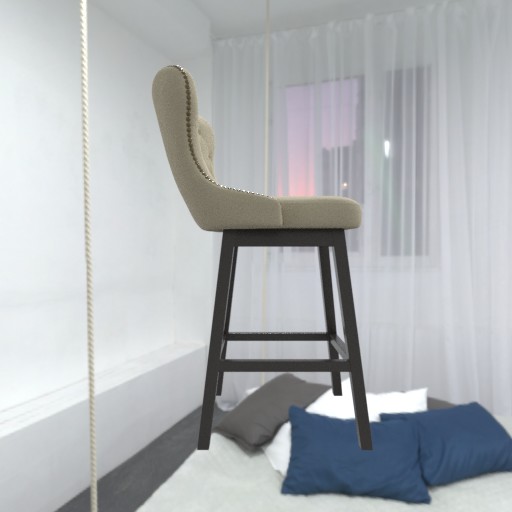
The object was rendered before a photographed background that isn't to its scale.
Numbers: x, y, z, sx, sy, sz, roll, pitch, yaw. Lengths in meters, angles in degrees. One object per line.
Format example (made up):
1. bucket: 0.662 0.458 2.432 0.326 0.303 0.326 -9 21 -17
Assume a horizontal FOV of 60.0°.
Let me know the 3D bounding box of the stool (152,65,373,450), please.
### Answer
1. stool: 0.000 0.000 1.320 0.593 0.971 0.528 0 2 0
